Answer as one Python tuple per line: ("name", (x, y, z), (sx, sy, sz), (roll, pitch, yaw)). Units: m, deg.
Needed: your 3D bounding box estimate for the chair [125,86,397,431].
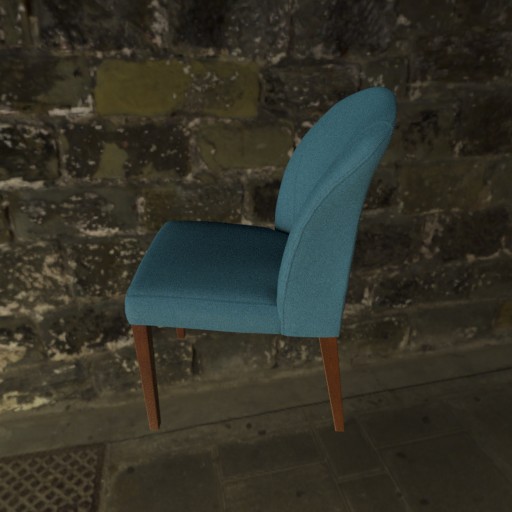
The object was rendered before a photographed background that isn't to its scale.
("chair", (0.000, 0.000, 1.232), (0.620, 0.879, 0.507), (1, 26, 1))
